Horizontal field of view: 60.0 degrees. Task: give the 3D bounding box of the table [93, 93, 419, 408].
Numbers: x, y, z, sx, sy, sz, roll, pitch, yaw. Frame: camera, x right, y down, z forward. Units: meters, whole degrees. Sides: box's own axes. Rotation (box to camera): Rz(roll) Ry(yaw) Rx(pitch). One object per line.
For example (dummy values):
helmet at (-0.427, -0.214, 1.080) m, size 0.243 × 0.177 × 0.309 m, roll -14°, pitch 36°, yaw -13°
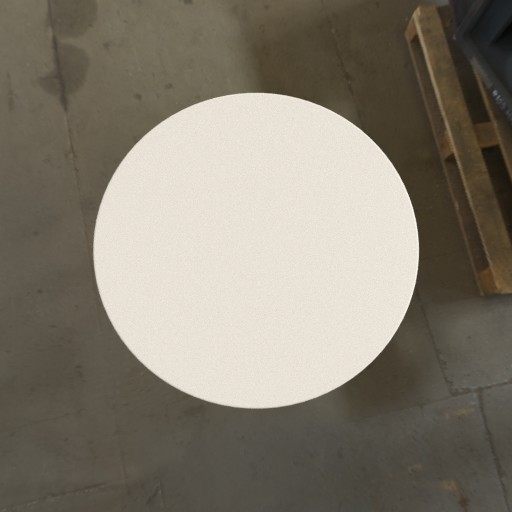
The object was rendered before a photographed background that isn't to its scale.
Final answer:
table at (0.000, 0.000, 1.463) m, size 0.910 × 0.457 × 0.910 m, roll 0°, pitch 77°, yaw 0°
